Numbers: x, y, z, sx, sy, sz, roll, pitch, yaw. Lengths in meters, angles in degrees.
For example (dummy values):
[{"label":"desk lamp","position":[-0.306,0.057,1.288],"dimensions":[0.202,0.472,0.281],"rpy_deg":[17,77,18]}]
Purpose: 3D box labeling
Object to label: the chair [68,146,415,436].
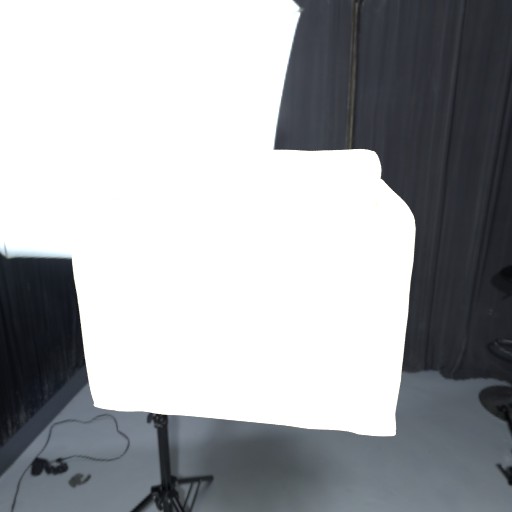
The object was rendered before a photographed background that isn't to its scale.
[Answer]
[{"label":"chair","position":[0.000,0.000,1.772],"dimensions":[1.057,0.867,0.949],"rpy_deg":[2,16,8]}]
